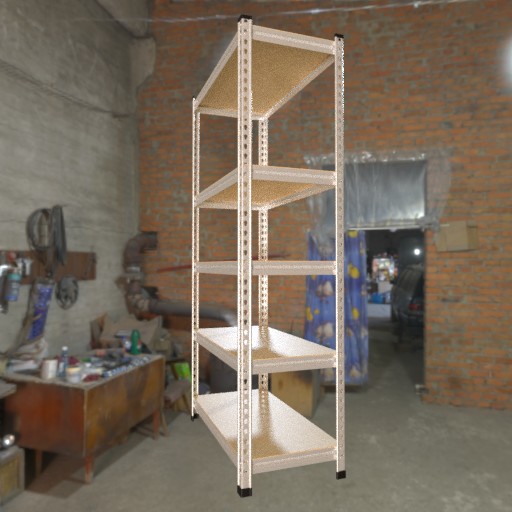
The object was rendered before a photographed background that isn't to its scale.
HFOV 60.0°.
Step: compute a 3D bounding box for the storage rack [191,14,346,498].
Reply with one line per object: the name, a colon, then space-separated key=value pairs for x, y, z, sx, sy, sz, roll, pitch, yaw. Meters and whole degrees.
storage rack: x=0.000 y=0.000 z=2.180 sx=0.457 sy=1.829 sz=0.914 roll=0 pitch=-1 yaw=-20
